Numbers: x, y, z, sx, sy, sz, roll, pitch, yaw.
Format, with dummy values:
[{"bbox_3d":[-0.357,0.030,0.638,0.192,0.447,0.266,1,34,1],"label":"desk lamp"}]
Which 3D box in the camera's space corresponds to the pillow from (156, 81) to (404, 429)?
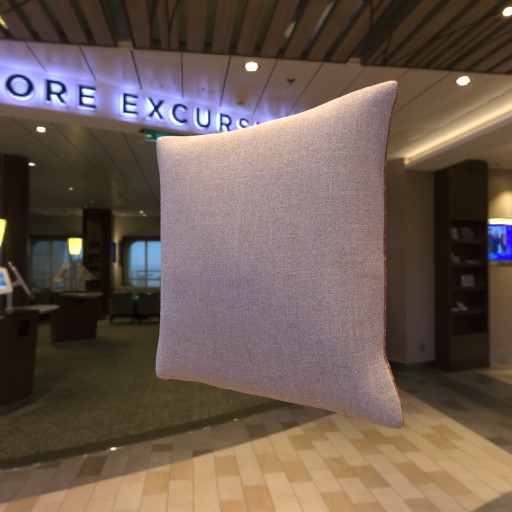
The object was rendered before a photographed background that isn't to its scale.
[{"bbox_3d":[0.000,0.000,0.784,0.511,0.503,0.182,-1,-1,35],"label":"pillow"}]
